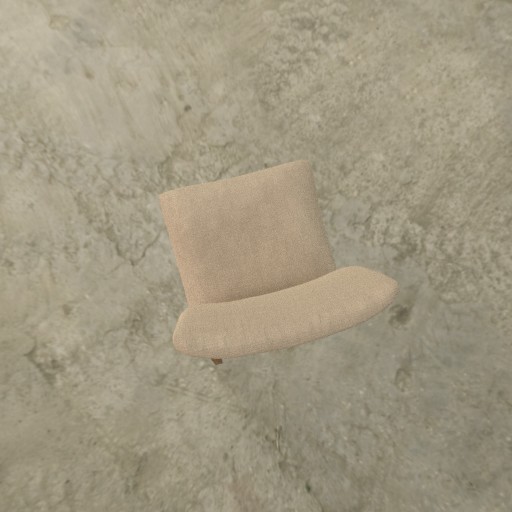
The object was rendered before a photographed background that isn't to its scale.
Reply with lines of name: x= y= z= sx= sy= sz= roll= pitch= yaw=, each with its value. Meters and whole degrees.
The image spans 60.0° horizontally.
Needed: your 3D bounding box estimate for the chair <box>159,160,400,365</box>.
chair: x=0.000 y=0.000 z=1.305 sx=0.496 sy=0.940 sz=0.585 roll=-14 pitch=76 yaw=-4
